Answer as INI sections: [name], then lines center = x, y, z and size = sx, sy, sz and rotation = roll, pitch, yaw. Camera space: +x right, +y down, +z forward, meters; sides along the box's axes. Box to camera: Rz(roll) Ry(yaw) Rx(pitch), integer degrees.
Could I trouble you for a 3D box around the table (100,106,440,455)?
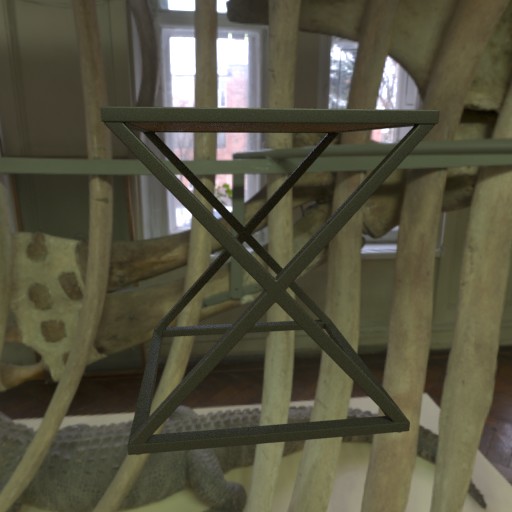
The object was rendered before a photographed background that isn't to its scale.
[table]
center = 0.000, 0.000, 0.951
size = 0.500, 0.565, 0.500
rotation = -2, 14, -7
